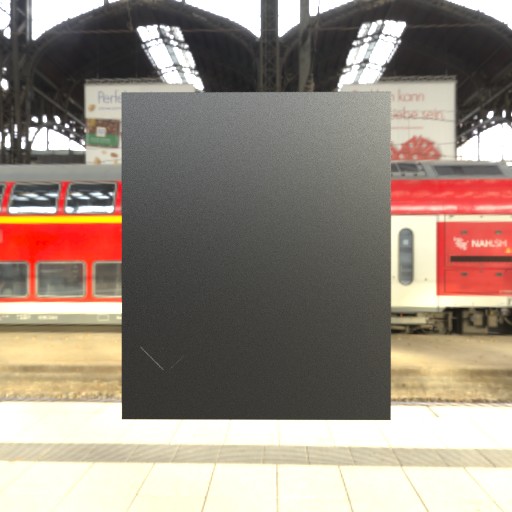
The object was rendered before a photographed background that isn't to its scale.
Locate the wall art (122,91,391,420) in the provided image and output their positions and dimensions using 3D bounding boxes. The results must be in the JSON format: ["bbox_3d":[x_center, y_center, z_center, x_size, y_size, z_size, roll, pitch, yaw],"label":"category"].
[{"bbox_3d":[0.000,0.000,0.766,0.457,0.557,0.028,0,0,0],"label":"wall art"}]
